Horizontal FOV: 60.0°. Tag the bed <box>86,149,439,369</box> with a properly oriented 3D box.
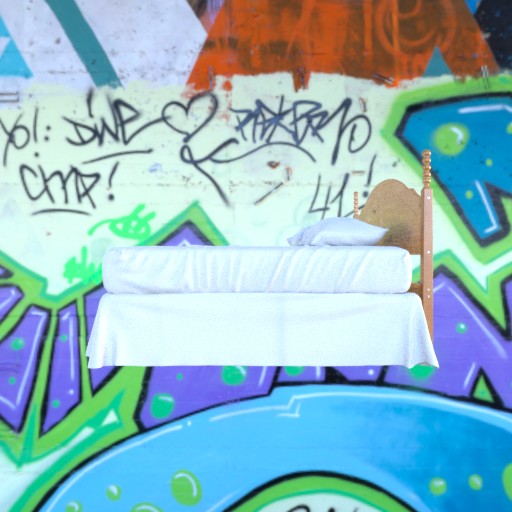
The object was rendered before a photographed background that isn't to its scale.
[{"bbox_3d":[0.000,0.000,3.726,2.219,1.355,2.322,0,0,-1],"label":"bed"}]
